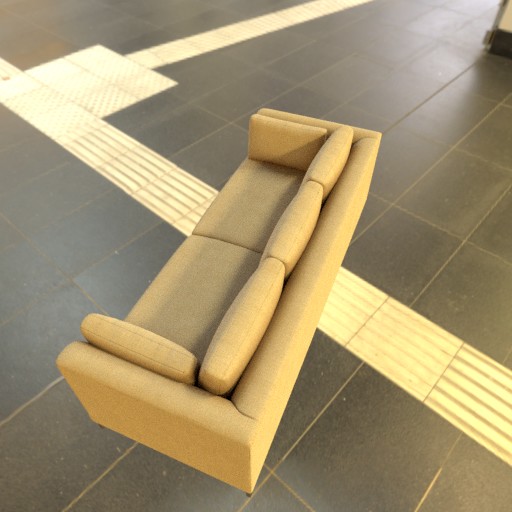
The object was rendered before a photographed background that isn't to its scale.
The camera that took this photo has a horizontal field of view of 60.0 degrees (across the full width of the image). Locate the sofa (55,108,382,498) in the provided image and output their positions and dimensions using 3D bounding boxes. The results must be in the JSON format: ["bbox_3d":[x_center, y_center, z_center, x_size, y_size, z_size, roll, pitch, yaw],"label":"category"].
[{"bbox_3d":[0.000,0.000,2.815,0.969,0.867,2.415,17,50,15],"label":"sofa"}]
